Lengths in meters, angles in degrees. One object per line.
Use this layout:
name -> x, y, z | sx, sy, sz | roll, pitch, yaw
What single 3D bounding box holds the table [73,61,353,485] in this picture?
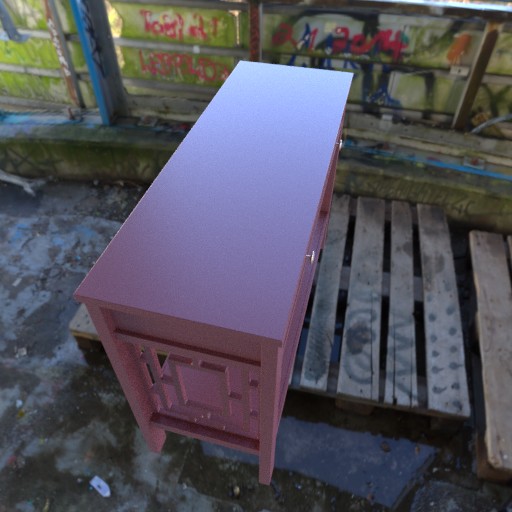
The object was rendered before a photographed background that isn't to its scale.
table -> 0.000, 0.000, 1.390 | 0.397, 0.753, 1.068 | 11, 47, 10
